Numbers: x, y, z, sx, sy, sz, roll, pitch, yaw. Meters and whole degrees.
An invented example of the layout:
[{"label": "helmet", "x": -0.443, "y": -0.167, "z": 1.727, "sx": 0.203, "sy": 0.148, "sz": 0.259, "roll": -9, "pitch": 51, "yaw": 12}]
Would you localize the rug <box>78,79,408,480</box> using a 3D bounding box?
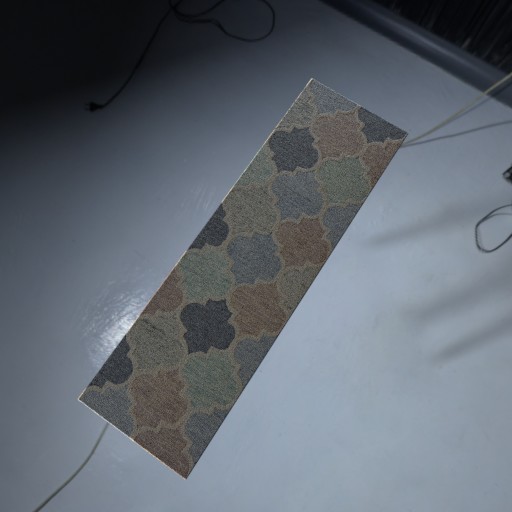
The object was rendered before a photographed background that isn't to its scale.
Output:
[{"label": "rug", "x": 0.000, "y": 0.000, "z": 2.472, "sx": 0.687, "sy": 0.011, "sz": 2.287, "roll": 33, "pitch": 78, "yaw": 8}]
